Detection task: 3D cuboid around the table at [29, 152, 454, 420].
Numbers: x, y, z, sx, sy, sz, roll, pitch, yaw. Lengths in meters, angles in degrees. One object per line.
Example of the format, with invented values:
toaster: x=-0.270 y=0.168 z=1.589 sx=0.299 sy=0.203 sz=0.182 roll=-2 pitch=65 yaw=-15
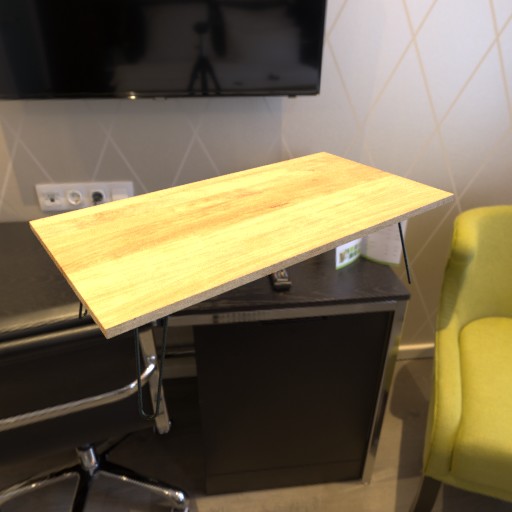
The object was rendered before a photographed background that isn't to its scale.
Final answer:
table: x=0.000 y=0.000 z=1.667 sx=1.348 sy=0.400 sz=0.699 roll=-20 pitch=35 yaw=-31
